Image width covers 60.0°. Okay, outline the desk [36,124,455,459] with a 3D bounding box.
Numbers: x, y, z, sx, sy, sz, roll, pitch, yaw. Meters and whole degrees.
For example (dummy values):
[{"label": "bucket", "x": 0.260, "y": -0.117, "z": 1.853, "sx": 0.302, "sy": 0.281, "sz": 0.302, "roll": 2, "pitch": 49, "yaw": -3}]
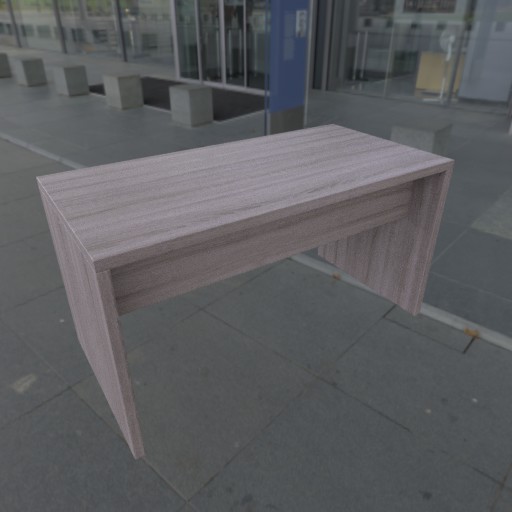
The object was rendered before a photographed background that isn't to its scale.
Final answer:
[{"label": "desk", "x": 0.000, "y": 0.000, "z": 1.811, "sx": 1.380, "sy": 0.745, "sz": 0.690, "roll": -18, "pitch": 35, "yaw": -29}]
